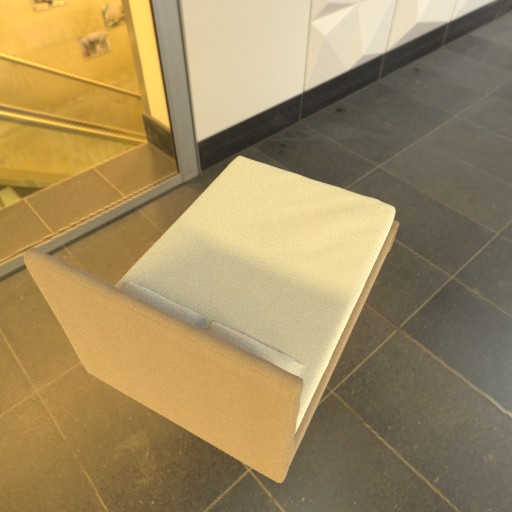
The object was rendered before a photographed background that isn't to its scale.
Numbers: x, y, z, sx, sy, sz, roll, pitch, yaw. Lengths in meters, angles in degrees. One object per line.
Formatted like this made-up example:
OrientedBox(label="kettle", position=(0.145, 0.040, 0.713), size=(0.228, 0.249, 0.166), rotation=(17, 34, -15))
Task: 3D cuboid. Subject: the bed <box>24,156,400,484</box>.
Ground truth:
OrientedBox(label="bed", position=(0.000, 0.000, 3.377), size=(1.698, 1.427, 2.387), rotation=(22, 52, 19))
